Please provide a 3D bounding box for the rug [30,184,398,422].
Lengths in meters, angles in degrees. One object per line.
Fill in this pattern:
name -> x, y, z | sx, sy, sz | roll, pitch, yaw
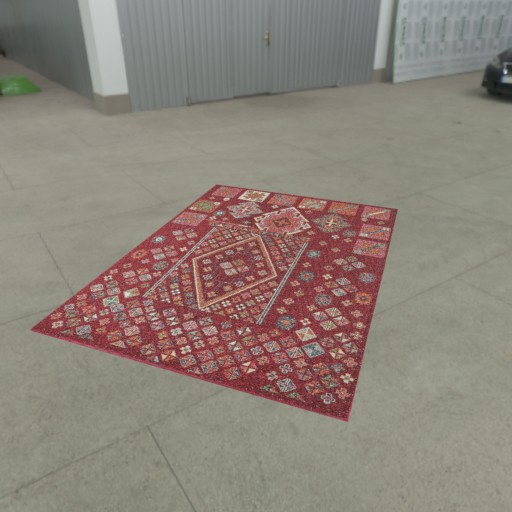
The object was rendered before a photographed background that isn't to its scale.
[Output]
rug -> 0.000, 0.000, 2.843 | 1.579, 0.007, 2.184 | 10, 31, 18
